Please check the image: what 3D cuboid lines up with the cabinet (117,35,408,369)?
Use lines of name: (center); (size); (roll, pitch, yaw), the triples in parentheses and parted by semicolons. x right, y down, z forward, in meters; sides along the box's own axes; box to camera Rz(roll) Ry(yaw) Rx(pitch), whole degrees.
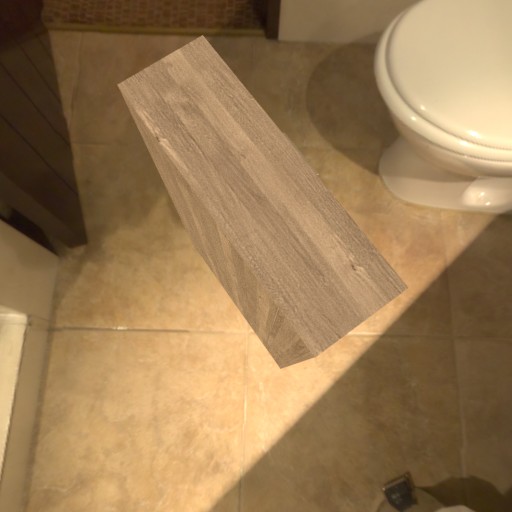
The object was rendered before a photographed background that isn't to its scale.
cabinet: (0.000, 0.000, 1.574); (0.250, 1.280, 0.750); (-34, 77, -9)
